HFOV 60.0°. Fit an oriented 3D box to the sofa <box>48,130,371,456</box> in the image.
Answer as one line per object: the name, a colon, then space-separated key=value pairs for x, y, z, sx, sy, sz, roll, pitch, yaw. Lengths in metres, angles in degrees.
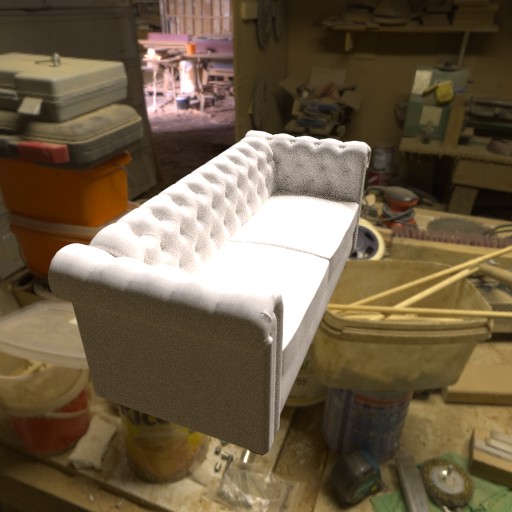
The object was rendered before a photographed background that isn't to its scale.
sofa: x=0.000 y=0.000 z=2.202 sx=0.771 sy=0.796 sz=1.798 roll=11 pitch=32 yaw=19
